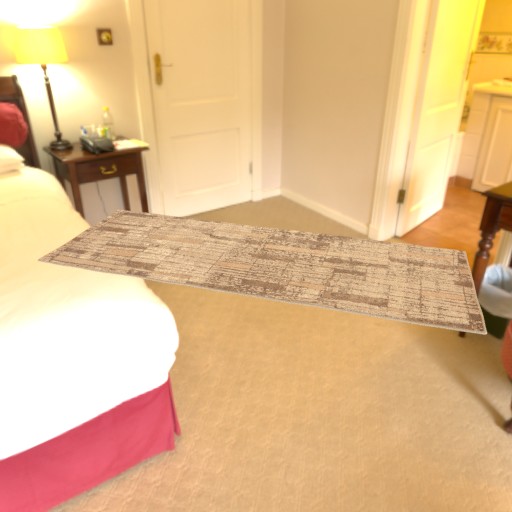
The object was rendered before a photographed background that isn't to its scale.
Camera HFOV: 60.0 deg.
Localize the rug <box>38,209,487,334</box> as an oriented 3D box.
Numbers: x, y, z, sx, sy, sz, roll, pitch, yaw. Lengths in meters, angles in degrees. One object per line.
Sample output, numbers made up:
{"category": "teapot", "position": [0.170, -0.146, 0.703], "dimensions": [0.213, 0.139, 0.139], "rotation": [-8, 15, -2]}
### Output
{"category": "rug", "position": [0.000, 0.000, 2.612], "dimensions": [2.383, 0.018, 0.857], "rotation": [8, 28, 15]}
